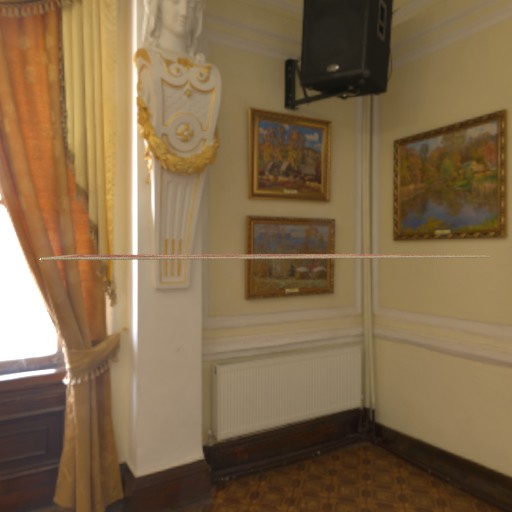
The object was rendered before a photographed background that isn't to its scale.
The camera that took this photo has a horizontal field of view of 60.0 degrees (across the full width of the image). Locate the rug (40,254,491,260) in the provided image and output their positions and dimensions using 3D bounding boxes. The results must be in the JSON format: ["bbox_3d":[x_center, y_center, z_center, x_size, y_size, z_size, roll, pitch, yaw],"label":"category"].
[{"bbox_3d":[0.000,0.000,1.065,0.868,0.004,0.556,0,1,-18],"label":"rug"}]
